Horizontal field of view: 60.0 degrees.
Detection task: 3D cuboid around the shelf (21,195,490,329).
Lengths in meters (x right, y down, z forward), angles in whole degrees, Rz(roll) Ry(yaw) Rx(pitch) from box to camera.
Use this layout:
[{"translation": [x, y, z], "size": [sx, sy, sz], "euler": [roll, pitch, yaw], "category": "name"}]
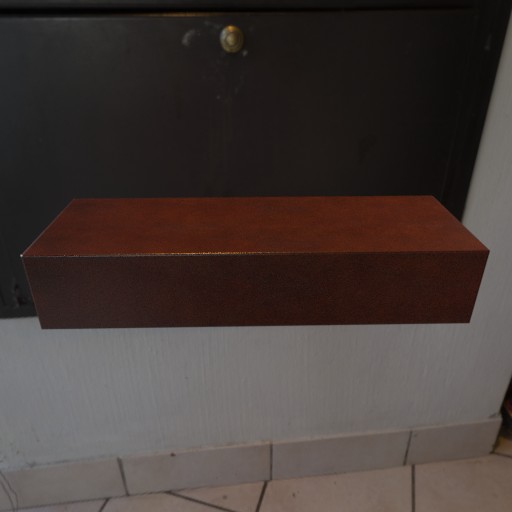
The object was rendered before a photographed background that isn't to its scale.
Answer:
[{"translation": [0.000, 0.000, 0.519], "size": [0.457, 0.088, 0.152], "euler": [-1, 28, -1], "category": "shelf"}]
